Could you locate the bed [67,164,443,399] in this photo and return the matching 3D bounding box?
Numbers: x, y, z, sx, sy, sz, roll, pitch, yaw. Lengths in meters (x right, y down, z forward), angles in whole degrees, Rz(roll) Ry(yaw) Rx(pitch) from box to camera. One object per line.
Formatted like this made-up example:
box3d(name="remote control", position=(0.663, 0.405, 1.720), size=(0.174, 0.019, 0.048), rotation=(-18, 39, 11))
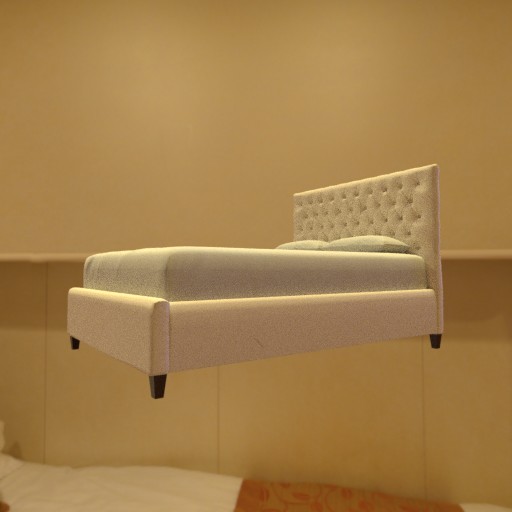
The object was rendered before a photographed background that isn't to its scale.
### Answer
box3d(name="bed", position=(0.000, 0.000, 3.436), size=(2.387, 1.427, 1.698), rotation=(1, -2, -35))
